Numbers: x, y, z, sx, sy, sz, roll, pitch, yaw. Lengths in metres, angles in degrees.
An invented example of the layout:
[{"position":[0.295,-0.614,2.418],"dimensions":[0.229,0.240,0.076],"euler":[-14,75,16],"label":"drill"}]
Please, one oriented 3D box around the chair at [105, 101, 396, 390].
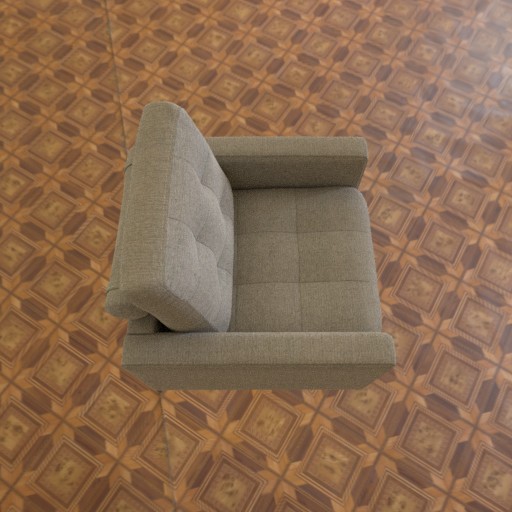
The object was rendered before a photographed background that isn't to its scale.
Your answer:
[{"position":[0.000,0.000,1.527],"dimensions":[0.843,0.880,0.821],"euler":[0,65,0],"label":"chair"}]
